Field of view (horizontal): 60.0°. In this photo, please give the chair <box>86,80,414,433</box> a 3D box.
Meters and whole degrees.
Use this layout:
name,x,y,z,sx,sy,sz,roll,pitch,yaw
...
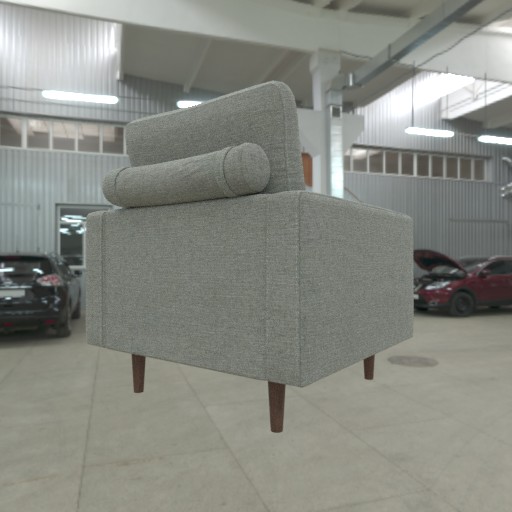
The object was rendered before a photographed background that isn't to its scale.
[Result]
name,x,y,z,sx,sy,sz,roll,pitch,yaw
chair,0.000,0.000,1.495,0.821,0.880,0.843,0,0,37
